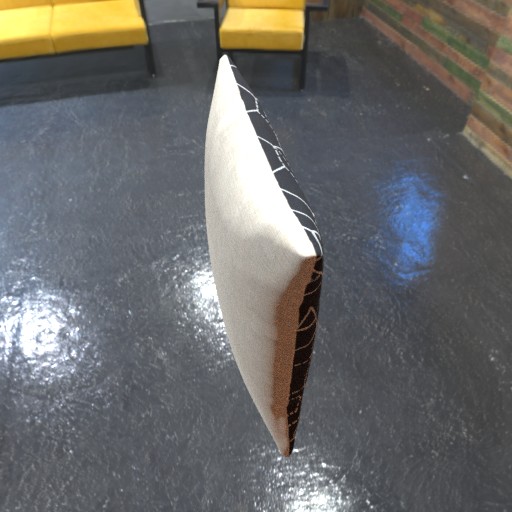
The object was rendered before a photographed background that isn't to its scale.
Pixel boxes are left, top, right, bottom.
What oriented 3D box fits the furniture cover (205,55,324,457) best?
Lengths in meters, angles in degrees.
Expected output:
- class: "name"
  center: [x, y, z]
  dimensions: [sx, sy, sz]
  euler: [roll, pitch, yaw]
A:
- class: "furniture cover"
  center: [0.000, 0.000, 0.782]
  dimensions: [0.158, 0.508, 0.517]
  euler: [-9, 46, -9]
